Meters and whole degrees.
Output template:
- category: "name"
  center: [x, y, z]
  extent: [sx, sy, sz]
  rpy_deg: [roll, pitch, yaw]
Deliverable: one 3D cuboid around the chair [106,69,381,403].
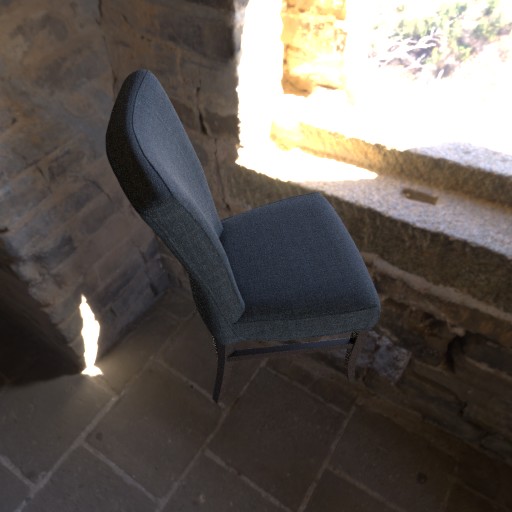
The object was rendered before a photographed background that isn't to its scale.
- category: "chair"
  center: [0.000, 0.000, 1.338]
  extent: [0.660, 0.991, 0.520]
  rpy_deg: [-11, 50, -9]
